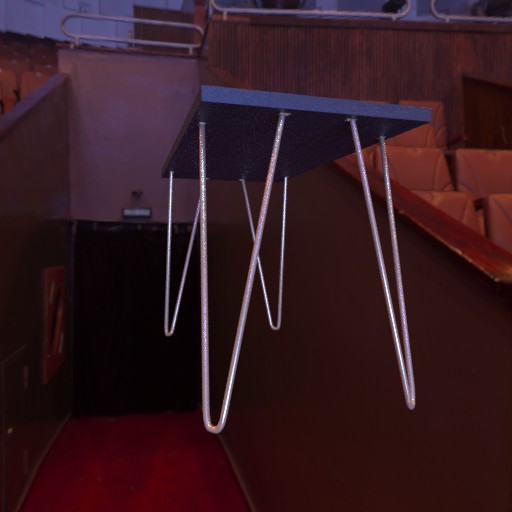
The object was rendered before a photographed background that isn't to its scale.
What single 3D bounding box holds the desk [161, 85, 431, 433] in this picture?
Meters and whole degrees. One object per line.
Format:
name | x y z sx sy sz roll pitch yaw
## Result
desk | 0.000 0.000 1.371 0.499 0.660 0.991 0 2 -16
